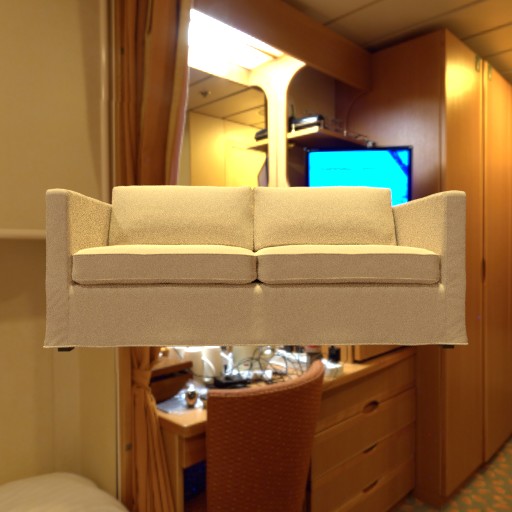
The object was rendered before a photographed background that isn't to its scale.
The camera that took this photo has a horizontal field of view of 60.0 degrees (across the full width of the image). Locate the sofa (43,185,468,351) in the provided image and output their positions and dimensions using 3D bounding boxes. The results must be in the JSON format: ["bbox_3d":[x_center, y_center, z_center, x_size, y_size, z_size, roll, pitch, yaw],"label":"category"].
[{"bbox_3d":[0.000,0.000,2.495,1.987,0.870,0.940,0,1,-2],"label":"sofa"}]
